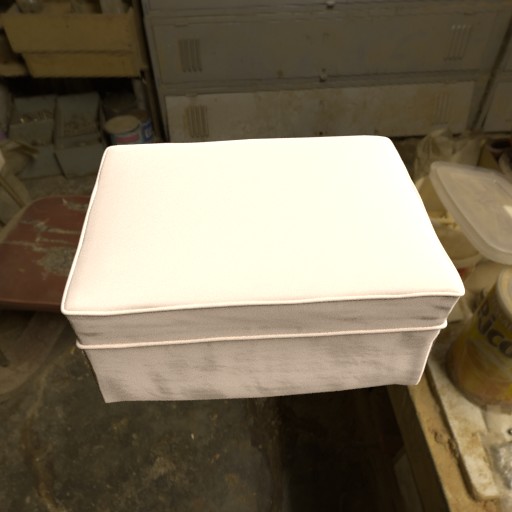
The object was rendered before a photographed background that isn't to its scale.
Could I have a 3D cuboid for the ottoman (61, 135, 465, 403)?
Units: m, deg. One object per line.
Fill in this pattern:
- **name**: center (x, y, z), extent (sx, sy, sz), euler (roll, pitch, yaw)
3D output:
- **ottoman**: center (0.000, 0.000, 1.327), extent (0.944, 0.479, 0.703), euler (-3, 48, -3)
